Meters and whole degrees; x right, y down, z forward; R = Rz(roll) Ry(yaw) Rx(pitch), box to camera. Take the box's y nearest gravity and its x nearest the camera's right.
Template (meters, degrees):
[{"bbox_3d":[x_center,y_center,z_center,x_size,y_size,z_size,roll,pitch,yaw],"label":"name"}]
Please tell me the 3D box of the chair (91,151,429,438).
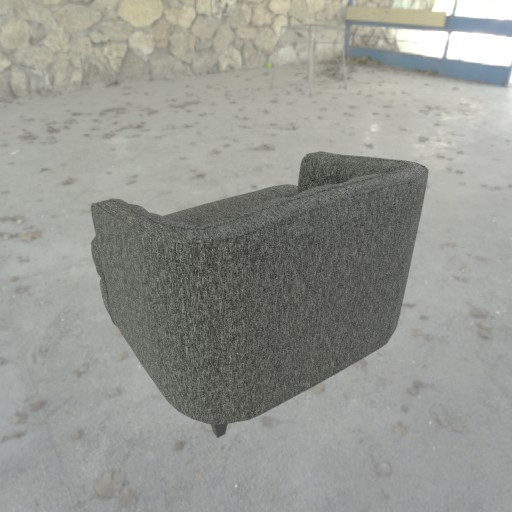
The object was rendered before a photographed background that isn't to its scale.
[{"bbox_3d":[0.000,0.000,1.796,1.104,0.852,0.941,-19,36,-29],"label":"chair"}]
